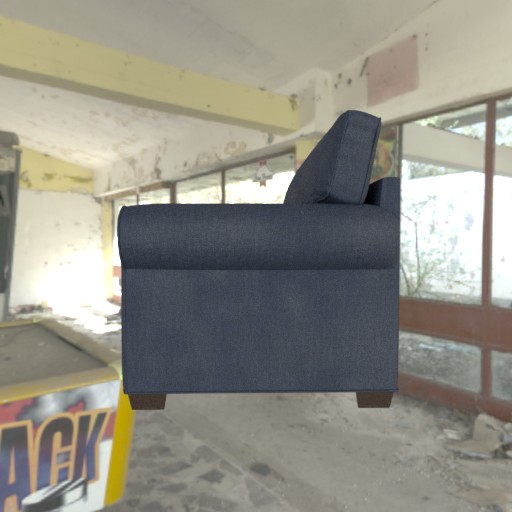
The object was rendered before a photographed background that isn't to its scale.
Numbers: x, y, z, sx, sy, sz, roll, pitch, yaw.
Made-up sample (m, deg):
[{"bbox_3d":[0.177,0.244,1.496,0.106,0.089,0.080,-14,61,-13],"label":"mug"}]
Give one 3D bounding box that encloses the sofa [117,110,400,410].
[{"bbox_3d":[0.000,0.000,2.083,0.938,1.004,1.405,0,1,-1],"label":"sofa"}]
